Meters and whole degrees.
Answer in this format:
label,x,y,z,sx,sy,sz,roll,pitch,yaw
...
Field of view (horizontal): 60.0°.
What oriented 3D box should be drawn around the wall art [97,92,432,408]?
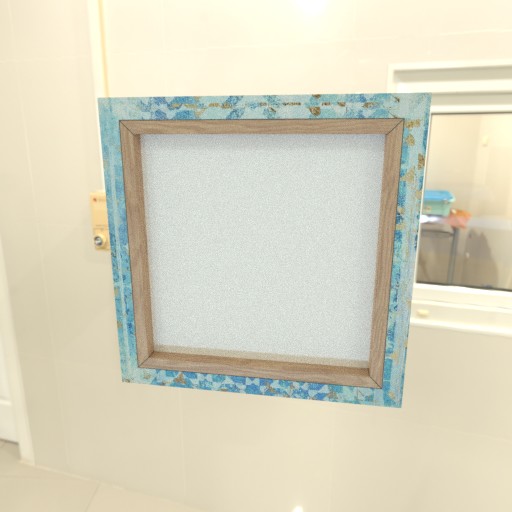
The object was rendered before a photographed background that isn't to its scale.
label,x,y,z,sx,sy,sz,roll,pitch,yaw
wall art,0.000,0.000,0.894,0.609,0.609,0.040,3,15,9
